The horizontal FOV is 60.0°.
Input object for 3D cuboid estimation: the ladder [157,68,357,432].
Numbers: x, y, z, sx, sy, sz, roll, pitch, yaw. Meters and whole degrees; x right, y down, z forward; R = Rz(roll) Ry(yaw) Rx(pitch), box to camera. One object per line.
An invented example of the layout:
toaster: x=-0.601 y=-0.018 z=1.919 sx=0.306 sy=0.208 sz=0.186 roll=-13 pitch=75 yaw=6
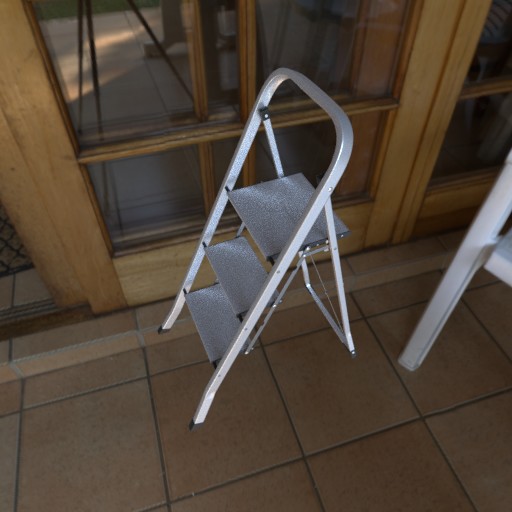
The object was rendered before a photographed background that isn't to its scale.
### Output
ladder: x=0.000 y=0.000 z=1.423 sx=0.704 sy=1.070 sz=0.465 roll=-17 pitch=49 yaw=-16
